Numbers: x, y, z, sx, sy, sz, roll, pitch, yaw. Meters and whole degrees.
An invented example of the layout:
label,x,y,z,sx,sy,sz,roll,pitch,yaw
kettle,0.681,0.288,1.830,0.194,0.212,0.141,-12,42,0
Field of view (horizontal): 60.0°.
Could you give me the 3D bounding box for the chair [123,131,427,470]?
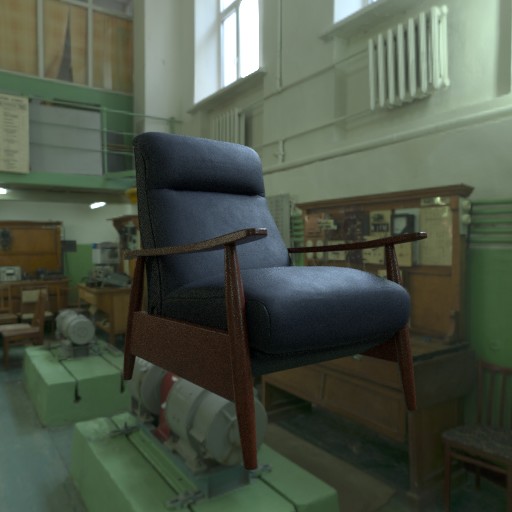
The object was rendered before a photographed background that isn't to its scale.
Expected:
label,x,y,z,sx,sy,sz,roll,pitch,yaw
chair,0.000,0.000,1.737,0.762,1.082,1.014,-1,2,-36
